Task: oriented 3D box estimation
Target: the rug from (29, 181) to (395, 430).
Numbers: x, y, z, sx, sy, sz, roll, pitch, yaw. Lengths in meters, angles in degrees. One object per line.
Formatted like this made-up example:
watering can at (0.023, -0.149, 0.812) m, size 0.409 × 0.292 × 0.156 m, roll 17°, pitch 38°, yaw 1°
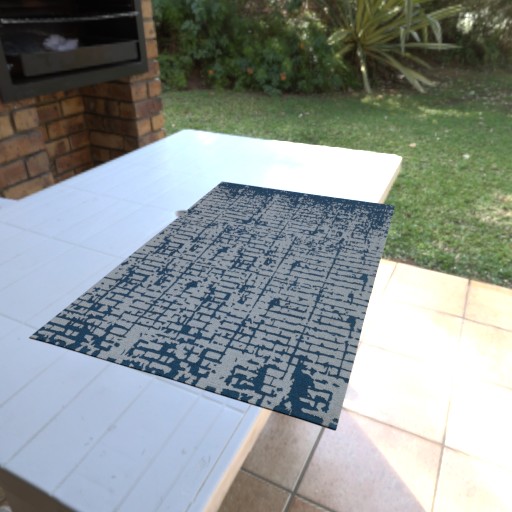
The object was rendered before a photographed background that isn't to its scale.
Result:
rug at (0.000, 0.000, 2.294) m, size 1.220 × 0.007 × 1.828 m, roll 11°, pitch 32°, yaw 18°
